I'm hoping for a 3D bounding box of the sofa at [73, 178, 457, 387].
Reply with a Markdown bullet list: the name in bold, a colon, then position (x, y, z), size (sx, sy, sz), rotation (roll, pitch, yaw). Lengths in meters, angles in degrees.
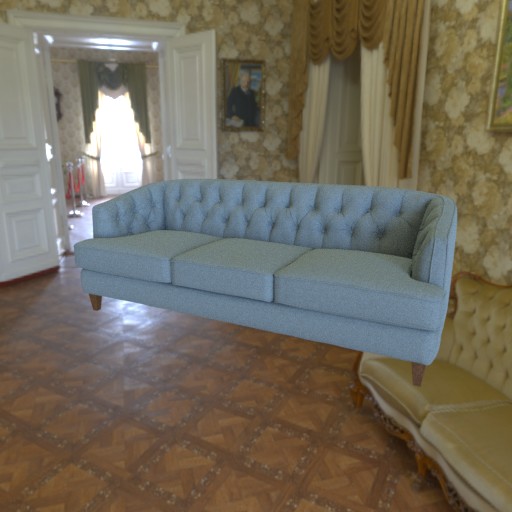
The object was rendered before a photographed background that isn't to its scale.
- **sofa**: position (0.000, 0.000, 2.786), size (2.278, 0.855, 0.941), rotation (7, 16, 26)
